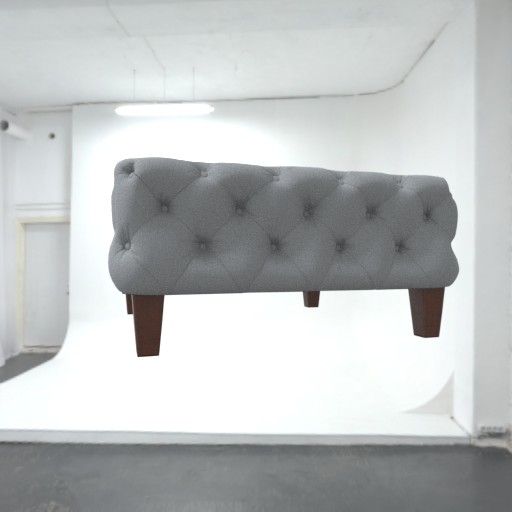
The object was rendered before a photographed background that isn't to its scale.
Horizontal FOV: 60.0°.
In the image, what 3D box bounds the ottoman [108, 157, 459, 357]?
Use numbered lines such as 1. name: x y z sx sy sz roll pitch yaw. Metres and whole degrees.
1. ottoman: 0.000 0.000 1.208 0.758 0.365 0.764 0 0 -18
